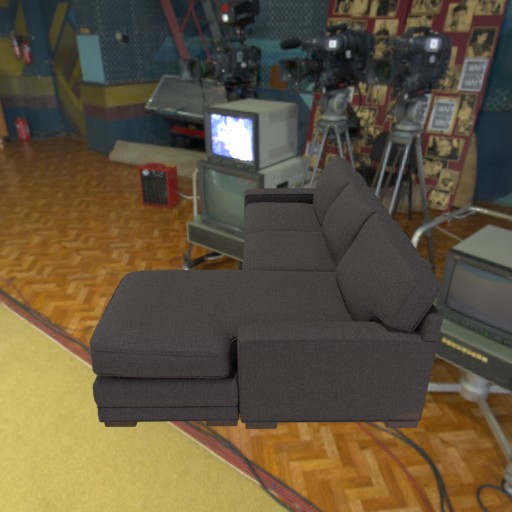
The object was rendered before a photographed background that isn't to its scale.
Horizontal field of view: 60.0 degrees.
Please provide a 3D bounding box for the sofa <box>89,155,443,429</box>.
[{"bbox_3d":[0.000,0.000,3.276,1.790,0.973,2.370,0,27,0],"label":"sofa"}]
